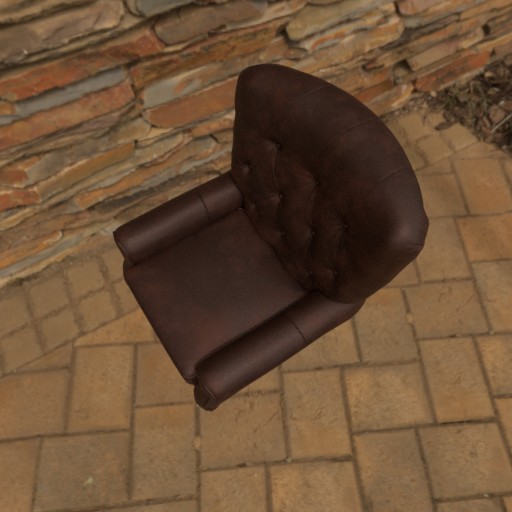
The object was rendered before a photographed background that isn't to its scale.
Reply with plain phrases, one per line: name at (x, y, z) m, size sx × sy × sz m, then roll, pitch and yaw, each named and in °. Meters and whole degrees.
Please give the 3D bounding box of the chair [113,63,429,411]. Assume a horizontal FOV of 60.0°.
chair at (0.000, 0.000, 1.906) m, size 1.058 × 1.158 × 0.948 m, roll -31°, pitch 68°, yaw -14°
